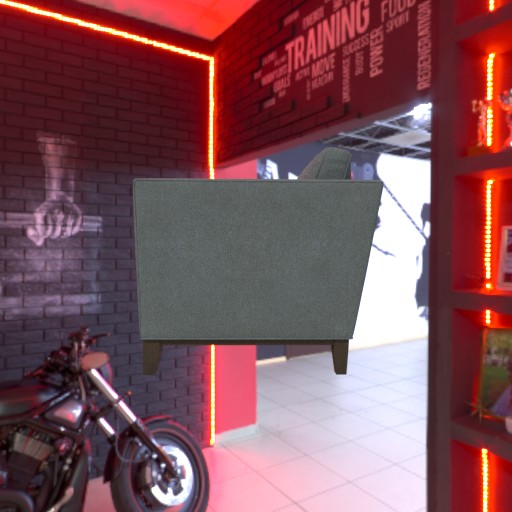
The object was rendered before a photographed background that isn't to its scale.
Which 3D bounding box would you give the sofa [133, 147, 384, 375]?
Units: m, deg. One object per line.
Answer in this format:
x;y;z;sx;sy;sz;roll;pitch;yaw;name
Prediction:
0.000;0.000;2.875;0.965;0.940;2.387;0;1;0;sofa
